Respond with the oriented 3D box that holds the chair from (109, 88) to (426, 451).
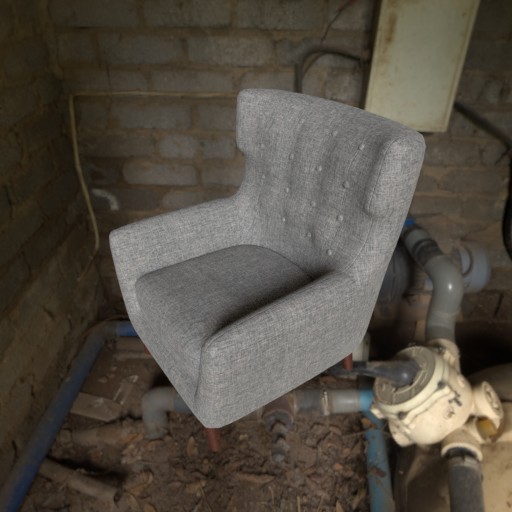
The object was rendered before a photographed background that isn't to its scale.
[{"bbox_3d":[0.000,0.000,1.741,0.904,1.063,0.878,-21,38,-29],"label":"chair"}]
